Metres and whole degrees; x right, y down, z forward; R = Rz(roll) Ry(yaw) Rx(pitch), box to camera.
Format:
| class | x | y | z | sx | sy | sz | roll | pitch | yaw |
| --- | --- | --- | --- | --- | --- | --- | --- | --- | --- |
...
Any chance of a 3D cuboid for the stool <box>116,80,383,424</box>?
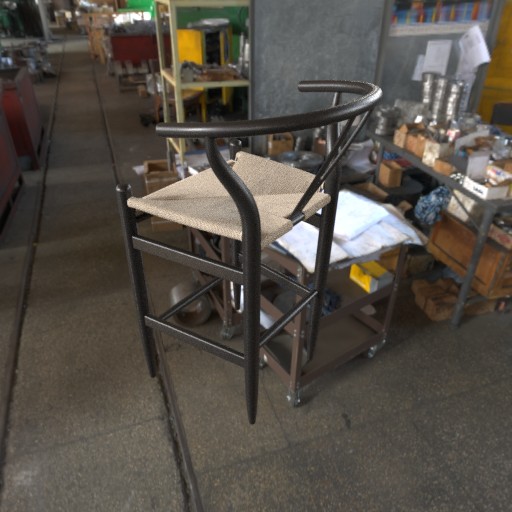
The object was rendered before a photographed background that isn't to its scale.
| class | x | y | z | sx | sy | sz | roll | pitch | yaw |
| --- | --- | --- | --- | --- | --- | --- | --- | --- | --- |
| stool | 0.000 | 0.000 | 1.303 | 0.579 | 0.970 | 0.569 | 22 | 38 | 31 |
